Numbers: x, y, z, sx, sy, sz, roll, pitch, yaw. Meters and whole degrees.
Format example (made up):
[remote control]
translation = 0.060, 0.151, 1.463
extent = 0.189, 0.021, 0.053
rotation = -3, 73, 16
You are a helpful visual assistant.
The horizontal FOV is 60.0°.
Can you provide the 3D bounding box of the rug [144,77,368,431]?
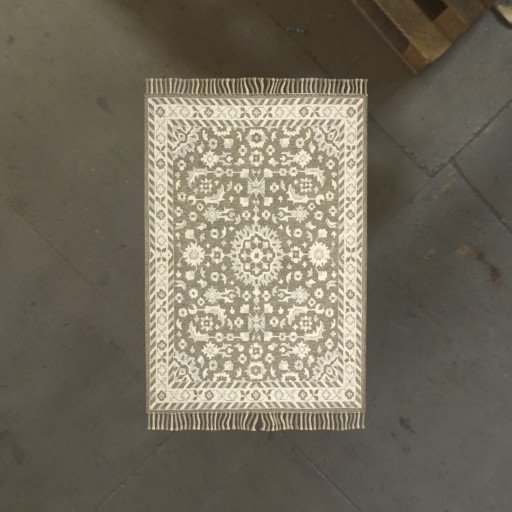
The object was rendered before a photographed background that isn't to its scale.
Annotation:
[rug]
translation = 0.000, 0.000, 3.054
extent = 1.530, 0.025, 2.431
rotation = 0, 91, 0
